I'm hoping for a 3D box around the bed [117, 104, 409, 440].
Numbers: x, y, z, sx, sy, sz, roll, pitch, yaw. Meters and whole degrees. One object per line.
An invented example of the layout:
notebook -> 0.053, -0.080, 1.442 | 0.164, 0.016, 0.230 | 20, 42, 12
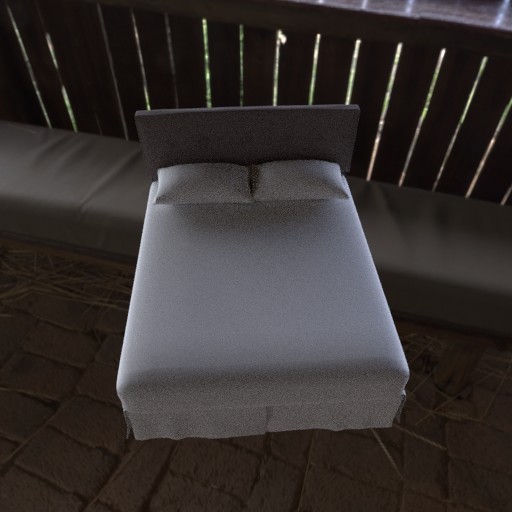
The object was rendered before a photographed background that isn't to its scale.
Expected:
bed -> 0.000, 0.000, 2.852 | 1.610, 1.089, 1.894 | -2, 46, -2
